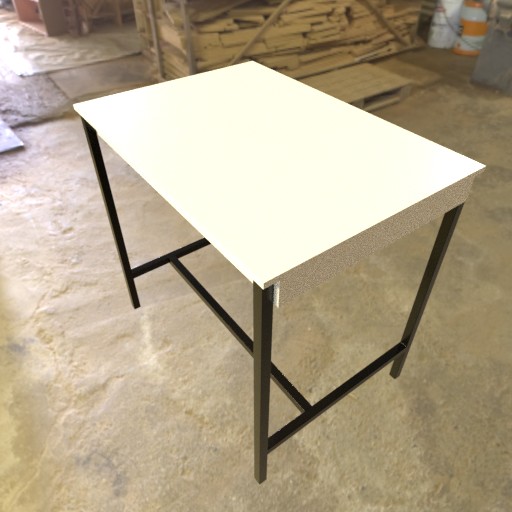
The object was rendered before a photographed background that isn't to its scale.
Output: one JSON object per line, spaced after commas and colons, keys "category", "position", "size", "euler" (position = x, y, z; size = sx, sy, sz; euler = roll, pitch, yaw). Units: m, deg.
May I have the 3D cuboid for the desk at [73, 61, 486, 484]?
{"category": "desk", "position": [0.000, 0.000, 1.278], "size": [0.573, 0.766, 0.811], "euler": [-26, 48, -27]}
